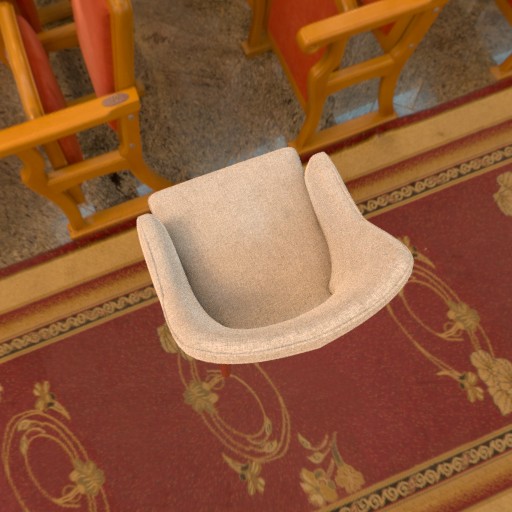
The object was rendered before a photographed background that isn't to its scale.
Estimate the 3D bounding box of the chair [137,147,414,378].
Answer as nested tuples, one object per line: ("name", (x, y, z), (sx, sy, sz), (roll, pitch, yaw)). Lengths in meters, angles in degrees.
("chair", (0.000, 0.000, 1.210), (0.548, 0.849, 0.605), (-20, 74, -6))
